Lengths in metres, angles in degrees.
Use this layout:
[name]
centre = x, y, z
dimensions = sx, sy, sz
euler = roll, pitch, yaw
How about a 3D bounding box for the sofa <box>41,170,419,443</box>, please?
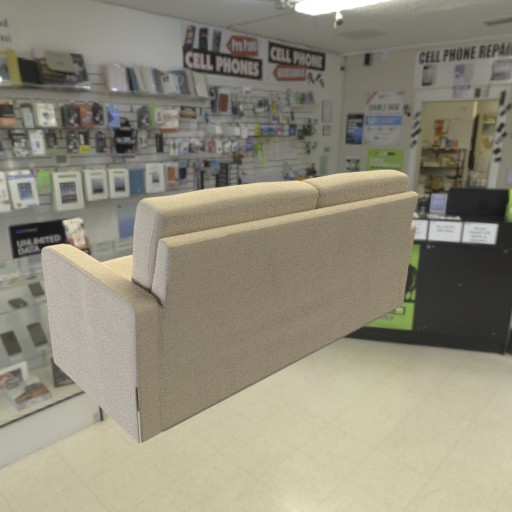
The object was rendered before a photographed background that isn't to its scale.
[sofa]
centre = 0.000, 0.000, 2.250
dimensions = 1.808, 0.831, 0.894
euler = -15, 22, -42
